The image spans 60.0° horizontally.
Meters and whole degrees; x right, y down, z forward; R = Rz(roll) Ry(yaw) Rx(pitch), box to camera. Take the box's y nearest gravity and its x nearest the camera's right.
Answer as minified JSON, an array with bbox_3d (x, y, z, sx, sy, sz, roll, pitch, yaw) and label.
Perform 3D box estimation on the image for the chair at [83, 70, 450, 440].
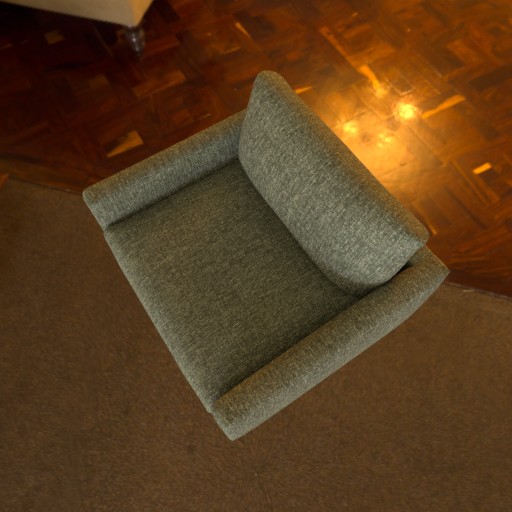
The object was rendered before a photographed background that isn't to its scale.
[{"bbox_3d":[0.000,0.000,1.624,0.866,0.861,0.963,-31,68,-14],"label":"chair"}]
